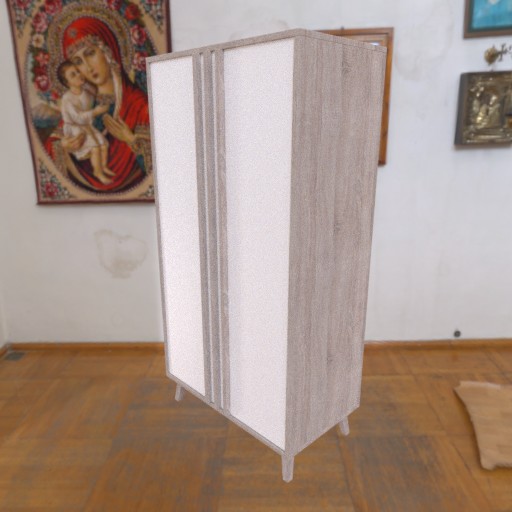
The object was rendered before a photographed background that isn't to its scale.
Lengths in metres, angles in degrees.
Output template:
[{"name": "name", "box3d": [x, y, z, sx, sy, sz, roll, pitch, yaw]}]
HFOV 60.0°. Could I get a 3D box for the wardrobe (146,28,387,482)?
[{"name": "wardrobe", "box3d": [0.000, 0.000, 2.327, 0.600, 1.960, 1.000, -16, 23, -42]}]
